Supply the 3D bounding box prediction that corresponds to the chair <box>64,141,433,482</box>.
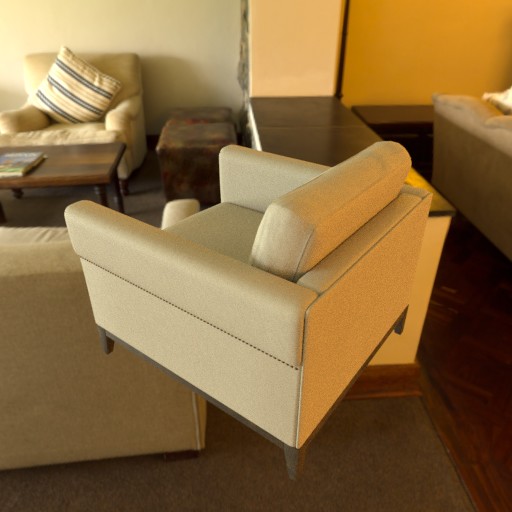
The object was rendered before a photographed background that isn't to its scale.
[{"bbox_3d":[0.000,0.000,1.672,0.959,0.838,0.914,21,37,31],"label":"chair"}]
